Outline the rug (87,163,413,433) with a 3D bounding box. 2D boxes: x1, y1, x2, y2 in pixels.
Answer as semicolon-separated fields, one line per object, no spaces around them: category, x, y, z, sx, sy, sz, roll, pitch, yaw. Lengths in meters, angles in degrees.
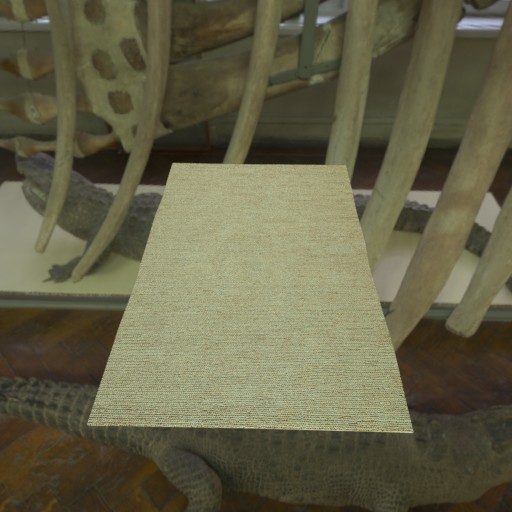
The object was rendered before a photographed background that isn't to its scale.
rug;0.000;0.000;2.980;1.533;0.011;2.439;1;41;1
